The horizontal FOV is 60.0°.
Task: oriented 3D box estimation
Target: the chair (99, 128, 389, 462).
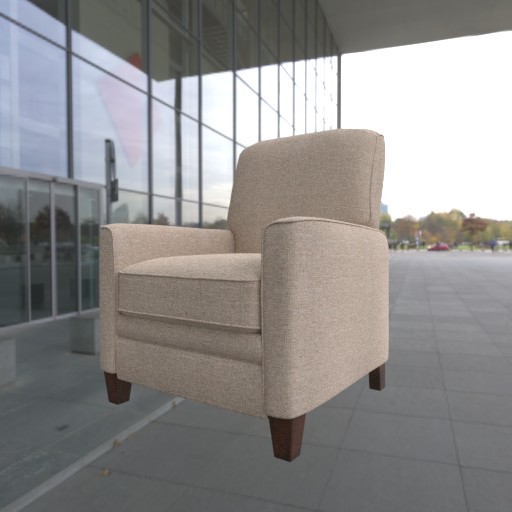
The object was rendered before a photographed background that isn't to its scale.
[{"bbox_3d":[0.000,0.000,1.644,0.841,1.028,0.858,1,2,35],"label":"chair"}]
